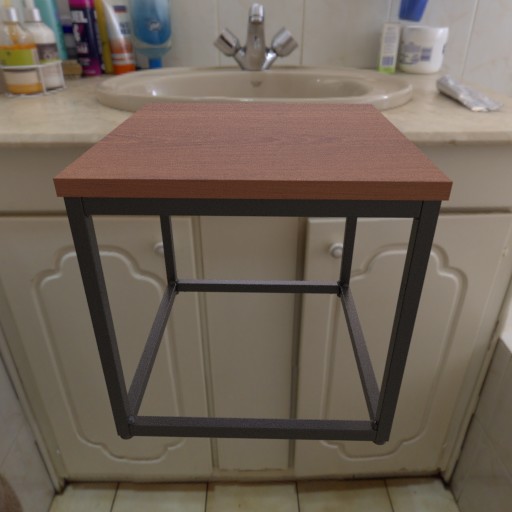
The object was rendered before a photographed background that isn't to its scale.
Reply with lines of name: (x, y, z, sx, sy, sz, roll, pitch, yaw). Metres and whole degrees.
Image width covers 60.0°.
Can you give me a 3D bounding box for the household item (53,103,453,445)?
household item: (0.000, 0.000, 0.715, 0.400, 0.400, 0.400, 1, 29, 1)
